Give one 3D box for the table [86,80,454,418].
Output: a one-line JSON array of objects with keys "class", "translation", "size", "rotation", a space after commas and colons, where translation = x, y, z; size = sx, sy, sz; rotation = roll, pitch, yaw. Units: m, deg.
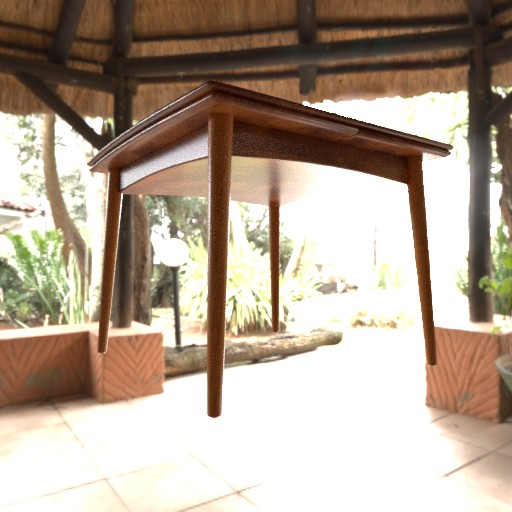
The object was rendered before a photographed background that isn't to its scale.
[{"class": "table", "translation": [0.000, 0.000, 1.623], "size": [0.991, 0.754, 0.991], "rotation": [0, -1, -35]}]
